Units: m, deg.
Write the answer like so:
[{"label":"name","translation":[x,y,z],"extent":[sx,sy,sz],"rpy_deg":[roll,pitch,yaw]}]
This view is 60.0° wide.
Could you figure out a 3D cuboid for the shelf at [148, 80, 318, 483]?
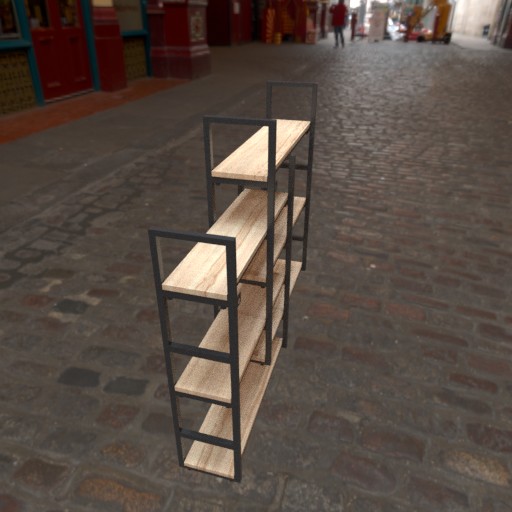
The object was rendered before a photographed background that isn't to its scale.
[{"label":"shelf","translation":[0.000,0.000,1.415],"extent":[0.183,0.921,0.946],"rpy_deg":[8,30,14]}]
